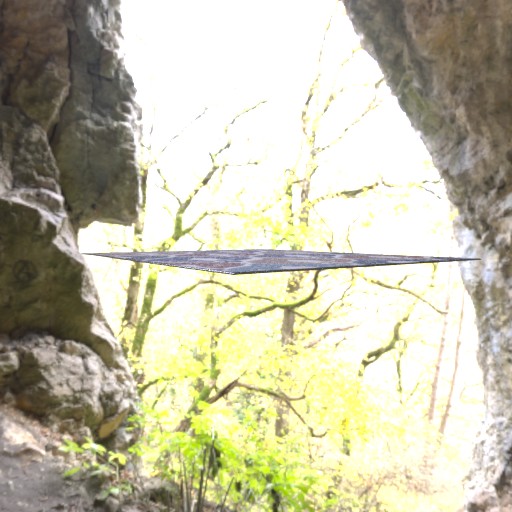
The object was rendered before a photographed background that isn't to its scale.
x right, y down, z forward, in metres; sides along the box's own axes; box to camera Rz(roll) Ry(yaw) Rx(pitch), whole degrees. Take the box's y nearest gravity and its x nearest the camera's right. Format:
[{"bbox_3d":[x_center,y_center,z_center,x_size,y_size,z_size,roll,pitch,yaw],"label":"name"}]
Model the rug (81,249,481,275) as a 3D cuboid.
[{"bbox_3d":[0.000,0.000,4.182,2.423,0.014,3.040,-2,3,-35],"label":"rug"}]
